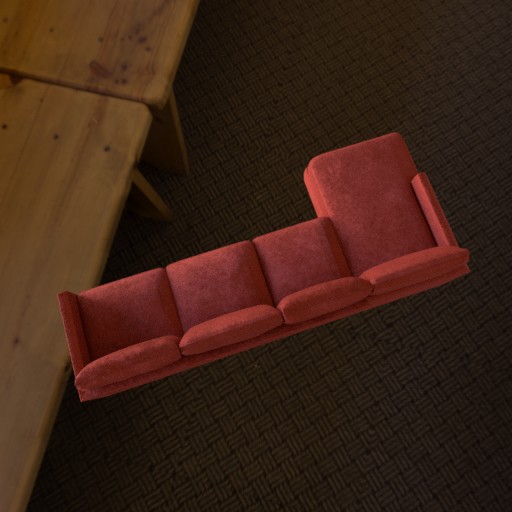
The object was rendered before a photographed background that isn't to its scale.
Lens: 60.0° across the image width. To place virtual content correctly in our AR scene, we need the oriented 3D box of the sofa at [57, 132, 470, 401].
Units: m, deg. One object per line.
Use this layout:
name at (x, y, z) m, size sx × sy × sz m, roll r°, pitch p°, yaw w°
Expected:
sofa at (0.000, 0.000, 4.002) m, size 3.400 × 0.967 × 1.500 m, roll -18°, pitch 77°, yaw -4°
